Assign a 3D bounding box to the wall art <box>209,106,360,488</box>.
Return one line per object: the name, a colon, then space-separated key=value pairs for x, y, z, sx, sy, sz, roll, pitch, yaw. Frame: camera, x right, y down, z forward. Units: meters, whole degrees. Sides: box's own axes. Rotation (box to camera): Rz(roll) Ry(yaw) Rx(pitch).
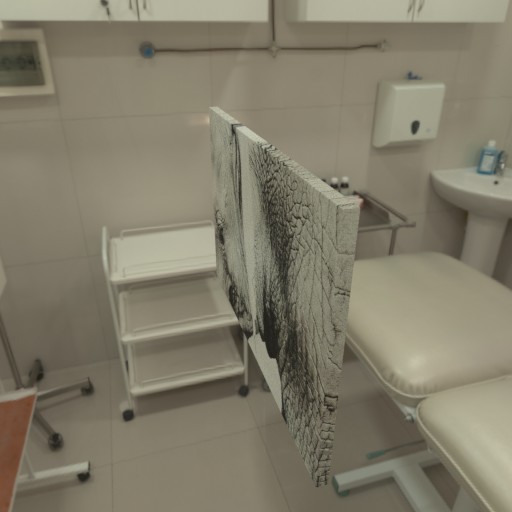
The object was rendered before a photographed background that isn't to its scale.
wall art: x=0.000 y=0.000 z=1.440 sx=0.035 sy=0.758 sz=1.141 roll=-8 pitch=29 yaw=-15
